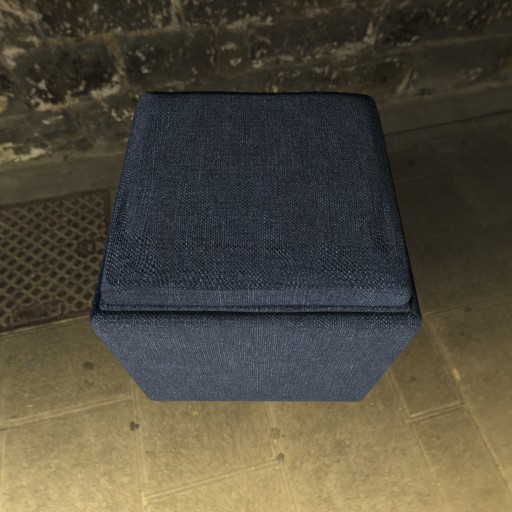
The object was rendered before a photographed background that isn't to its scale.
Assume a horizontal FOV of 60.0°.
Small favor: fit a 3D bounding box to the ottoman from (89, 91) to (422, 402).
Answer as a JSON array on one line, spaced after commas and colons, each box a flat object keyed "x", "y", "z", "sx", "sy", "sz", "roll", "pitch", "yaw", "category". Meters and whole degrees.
[{"x": 0.000, "y": 0.000, "z": 0.850, "sx": 0.454, "sy": 0.493, "sz": 0.436, "roll": 0, "pitch": 58, "yaw": 0, "category": "ottoman"}]
